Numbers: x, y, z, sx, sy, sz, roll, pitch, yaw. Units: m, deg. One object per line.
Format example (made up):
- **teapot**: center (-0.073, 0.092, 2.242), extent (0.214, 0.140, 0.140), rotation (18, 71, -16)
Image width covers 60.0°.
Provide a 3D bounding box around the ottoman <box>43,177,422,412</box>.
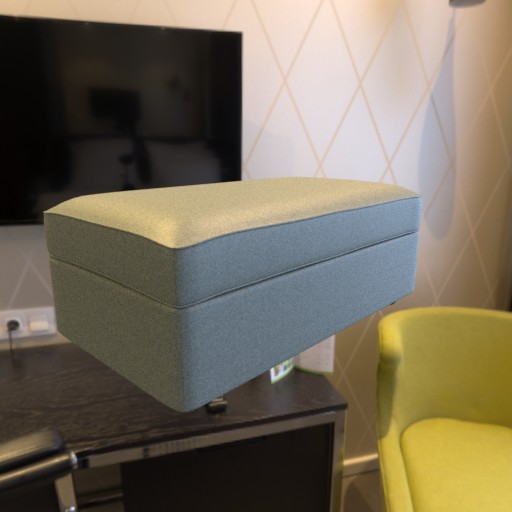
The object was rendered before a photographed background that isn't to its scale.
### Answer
- **ottoman**: center (0.000, 0.000, 1.548), extent (0.681, 0.494, 1.173), rotation (14, 20, 42)
